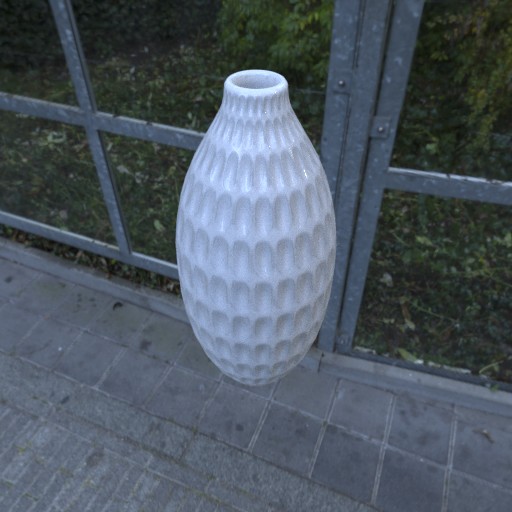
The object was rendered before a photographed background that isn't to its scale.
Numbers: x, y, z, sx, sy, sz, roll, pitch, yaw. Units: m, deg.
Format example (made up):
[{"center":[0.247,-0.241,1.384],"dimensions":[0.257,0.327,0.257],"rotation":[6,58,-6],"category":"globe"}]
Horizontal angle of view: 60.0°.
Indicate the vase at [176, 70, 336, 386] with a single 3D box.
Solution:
[{"center":[0.000,0.000,0.360],"dimensions":[0.127,0.282,0.127],"rotation":[0,41,0],"category":"vase"}]
